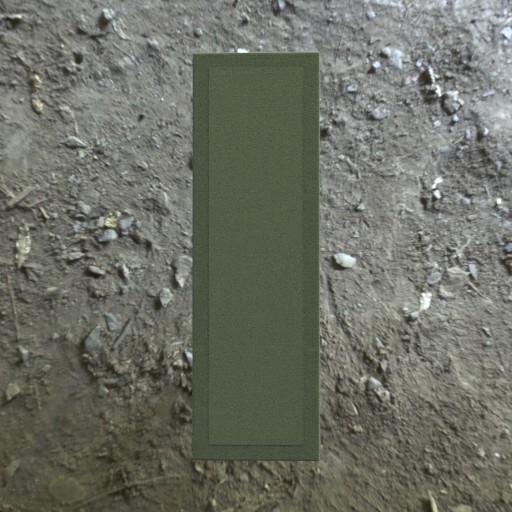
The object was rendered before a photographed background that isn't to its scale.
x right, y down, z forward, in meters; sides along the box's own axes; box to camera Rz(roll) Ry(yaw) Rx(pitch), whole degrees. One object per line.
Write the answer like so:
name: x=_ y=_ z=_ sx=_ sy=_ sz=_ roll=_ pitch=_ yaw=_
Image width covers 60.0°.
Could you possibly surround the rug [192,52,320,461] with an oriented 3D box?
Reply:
rug: x=0.000 y=0.000 z=2.637 sx=0.759 sy=0.012 sz=2.430 roll=0 pitch=90 yaw=1
